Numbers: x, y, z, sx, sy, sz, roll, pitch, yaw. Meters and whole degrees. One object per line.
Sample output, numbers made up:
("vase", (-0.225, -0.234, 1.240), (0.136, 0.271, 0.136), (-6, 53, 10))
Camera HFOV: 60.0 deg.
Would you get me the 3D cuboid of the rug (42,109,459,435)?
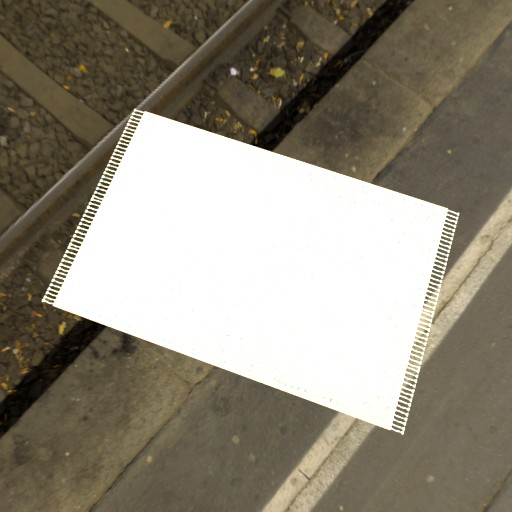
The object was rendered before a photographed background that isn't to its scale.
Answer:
("rug", (0.000, 0.000, 2.983), (2.438, 0.010, 1.524), (19, 76, 5))
